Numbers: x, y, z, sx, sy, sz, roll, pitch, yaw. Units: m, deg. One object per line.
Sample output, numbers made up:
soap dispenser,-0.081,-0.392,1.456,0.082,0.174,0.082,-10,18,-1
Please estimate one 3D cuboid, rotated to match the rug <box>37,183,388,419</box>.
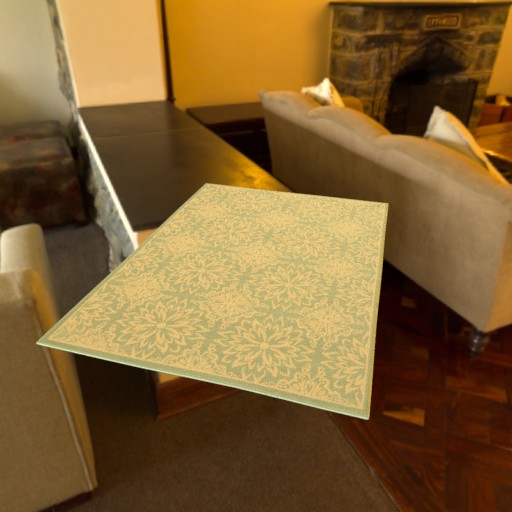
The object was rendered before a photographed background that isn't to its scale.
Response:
rug,0.000,0.000,2.874,1.589,0.014,2.205,9,32,14
